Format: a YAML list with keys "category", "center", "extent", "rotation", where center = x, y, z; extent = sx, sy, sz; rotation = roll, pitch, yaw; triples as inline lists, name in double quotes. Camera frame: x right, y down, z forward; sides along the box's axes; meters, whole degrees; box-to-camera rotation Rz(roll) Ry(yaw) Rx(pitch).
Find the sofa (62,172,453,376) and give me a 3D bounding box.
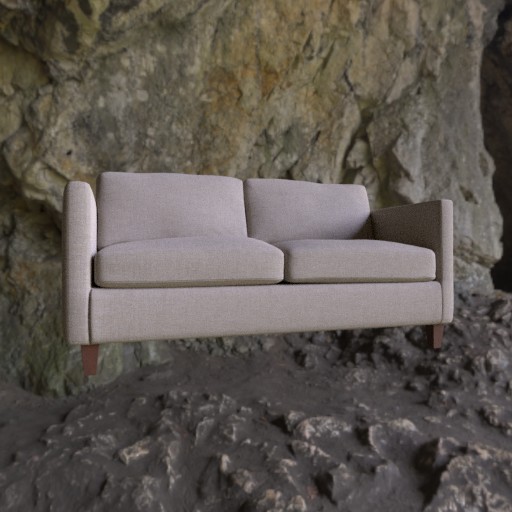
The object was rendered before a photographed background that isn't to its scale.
- category: "sofa"
  center: [0.000, 0.000, 2.419]
  extent: [1.884, 0.947, 0.951]
  rotation: [0, 0, -18]
